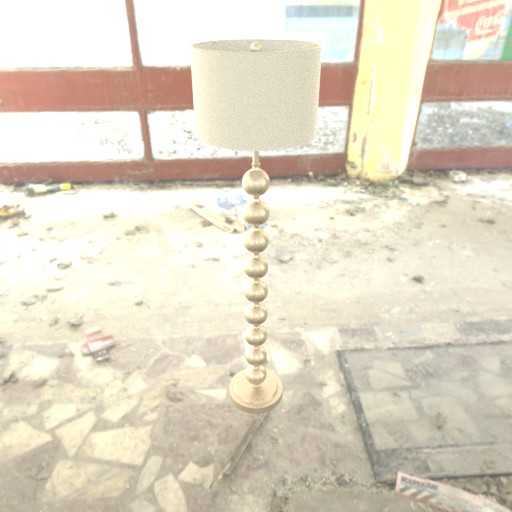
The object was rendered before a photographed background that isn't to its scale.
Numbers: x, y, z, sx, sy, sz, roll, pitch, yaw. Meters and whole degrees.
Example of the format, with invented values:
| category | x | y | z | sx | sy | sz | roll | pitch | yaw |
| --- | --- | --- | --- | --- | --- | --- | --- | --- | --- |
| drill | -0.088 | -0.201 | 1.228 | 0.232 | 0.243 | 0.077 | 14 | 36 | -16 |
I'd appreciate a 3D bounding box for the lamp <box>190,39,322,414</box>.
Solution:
| category | x | y | z | sx | sy | sz | roll | pitch | yaw |
| --- | --- | --- | --- | --- | --- | --- | --- | --- | --- |
| lamp | 0.000 | 0.000 | 1.690 | 0.394 | 1.474 | 0.394 | 8 | 32 | 14 |
